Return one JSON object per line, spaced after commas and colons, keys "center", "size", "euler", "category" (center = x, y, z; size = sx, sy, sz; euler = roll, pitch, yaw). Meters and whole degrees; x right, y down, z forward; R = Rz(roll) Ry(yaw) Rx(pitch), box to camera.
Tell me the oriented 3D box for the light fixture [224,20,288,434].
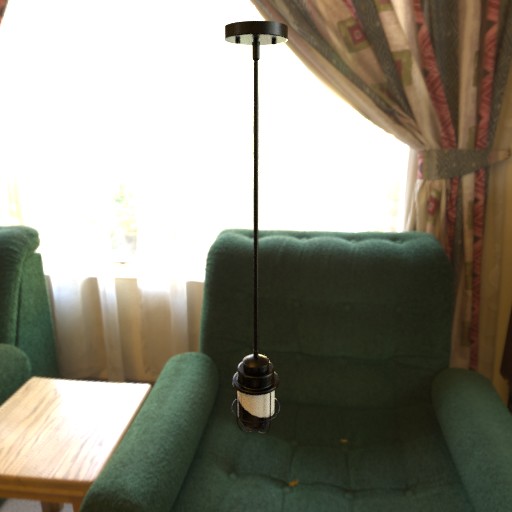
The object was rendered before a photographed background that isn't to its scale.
{"center": [0.000, 0.000, 0.987], "size": [0.123, 0.920, 0.123], "euler": [-3, 17, -9], "category": "light fixture"}
